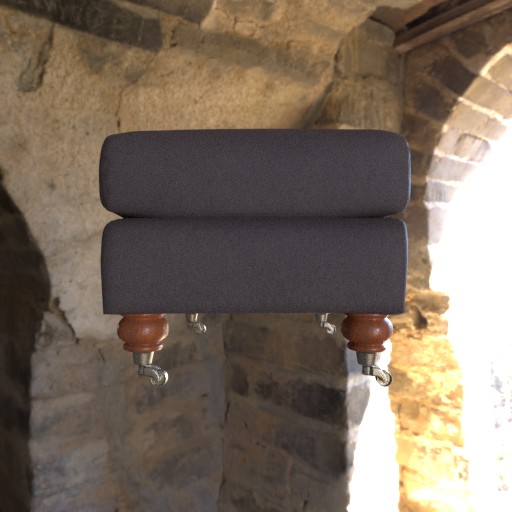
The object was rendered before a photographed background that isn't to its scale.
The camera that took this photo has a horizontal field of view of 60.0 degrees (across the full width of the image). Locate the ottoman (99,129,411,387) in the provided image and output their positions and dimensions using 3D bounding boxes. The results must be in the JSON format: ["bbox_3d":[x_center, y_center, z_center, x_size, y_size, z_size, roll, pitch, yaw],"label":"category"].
[{"bbox_3d":[0.000,0.000,1.145,0.574,0.497,0.773,0,-1,0],"label":"ottoman"}]
